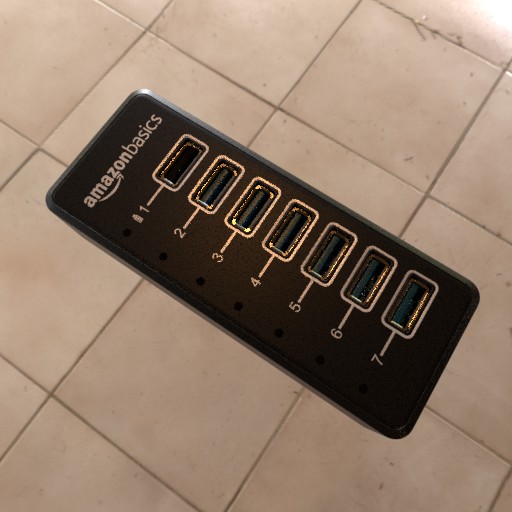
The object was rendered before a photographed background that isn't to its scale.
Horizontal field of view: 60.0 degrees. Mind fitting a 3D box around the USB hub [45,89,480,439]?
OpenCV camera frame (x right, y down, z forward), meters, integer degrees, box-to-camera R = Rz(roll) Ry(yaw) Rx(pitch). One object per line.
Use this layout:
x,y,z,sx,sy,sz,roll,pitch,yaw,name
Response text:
0.000,0.000,0.125,0.110,0.023,0.044,32,77,9,USB hub
